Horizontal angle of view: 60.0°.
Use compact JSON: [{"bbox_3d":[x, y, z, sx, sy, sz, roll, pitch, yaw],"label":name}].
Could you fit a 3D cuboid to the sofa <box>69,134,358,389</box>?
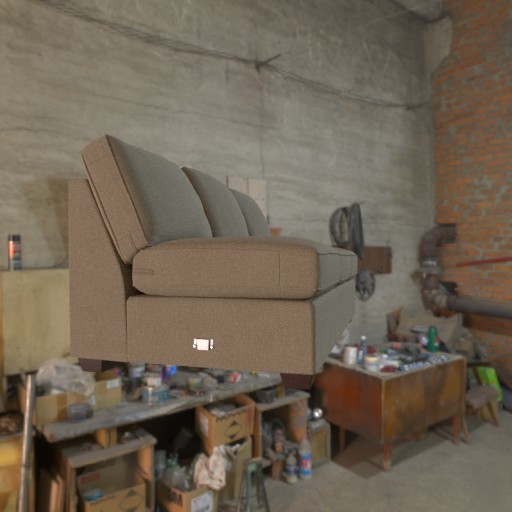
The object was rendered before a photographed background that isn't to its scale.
[{"bbox_3d":[0.000,0.000,2.751,1.127,1.036,2.092,0,-1,17],"label":"sofa"}]
